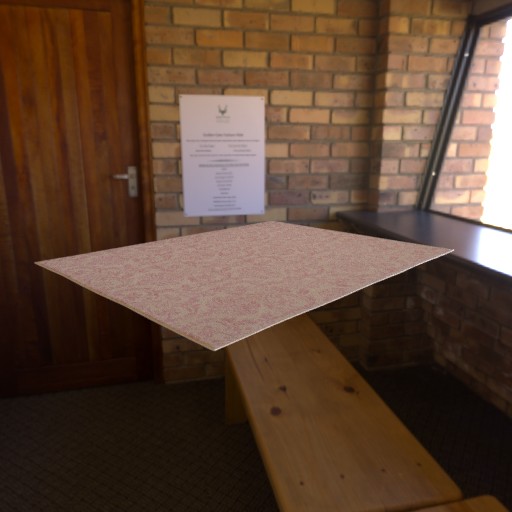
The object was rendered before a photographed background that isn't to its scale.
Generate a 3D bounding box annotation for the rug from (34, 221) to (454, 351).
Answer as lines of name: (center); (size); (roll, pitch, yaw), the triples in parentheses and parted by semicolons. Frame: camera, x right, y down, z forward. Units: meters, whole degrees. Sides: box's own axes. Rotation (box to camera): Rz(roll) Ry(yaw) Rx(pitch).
rug: (0.000, 0.000, 3.995); (2.363, 0.012, 2.980); (14, 19, 43)
